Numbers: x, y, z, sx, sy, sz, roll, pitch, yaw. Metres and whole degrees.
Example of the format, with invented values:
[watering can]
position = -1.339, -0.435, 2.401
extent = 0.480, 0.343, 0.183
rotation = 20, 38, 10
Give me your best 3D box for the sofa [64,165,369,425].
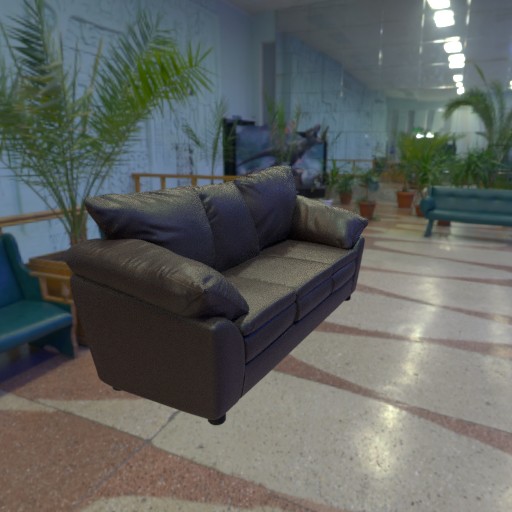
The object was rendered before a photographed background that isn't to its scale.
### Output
[sofa]
position = 0.000, 0.000, 2.925
extent = 0.907, 1.091, 2.390
rotation = 8, 16, 28
